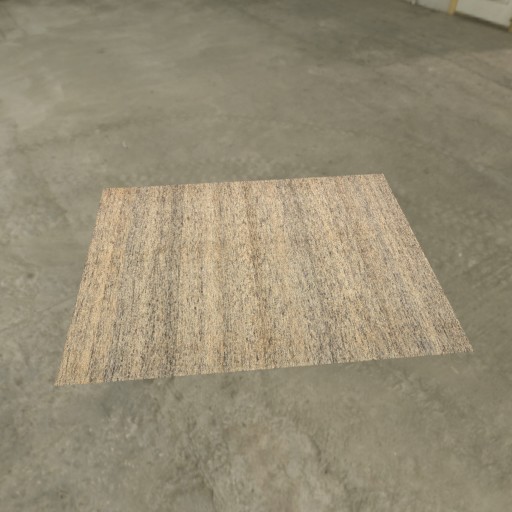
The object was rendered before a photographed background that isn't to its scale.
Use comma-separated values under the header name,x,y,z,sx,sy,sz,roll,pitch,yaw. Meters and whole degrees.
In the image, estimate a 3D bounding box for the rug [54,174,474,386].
name,x,y,z,sx,sy,sz,roll,pitch,yaw
rug,0.000,0.000,4.206,3.199,0.036,2.414,-4,45,-4
